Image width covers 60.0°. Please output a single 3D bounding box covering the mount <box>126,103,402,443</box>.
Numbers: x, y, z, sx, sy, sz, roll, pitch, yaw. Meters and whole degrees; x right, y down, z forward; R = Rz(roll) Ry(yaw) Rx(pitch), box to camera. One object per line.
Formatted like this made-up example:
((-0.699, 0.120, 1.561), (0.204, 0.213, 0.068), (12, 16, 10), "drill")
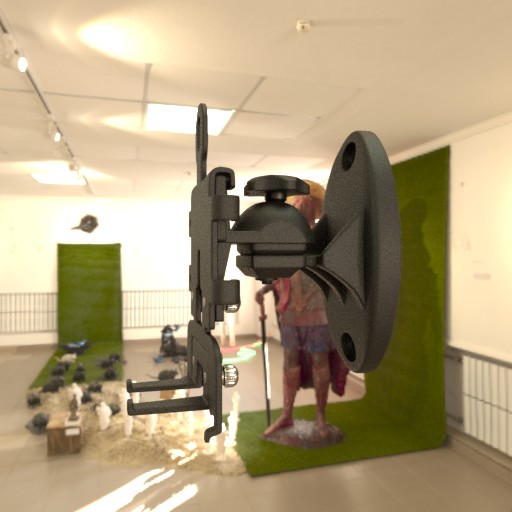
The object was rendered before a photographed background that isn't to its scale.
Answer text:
((0.000, 0.000, 0.179), (0.100, 0.118, 0.066), (0, 0, -17), "mount")
